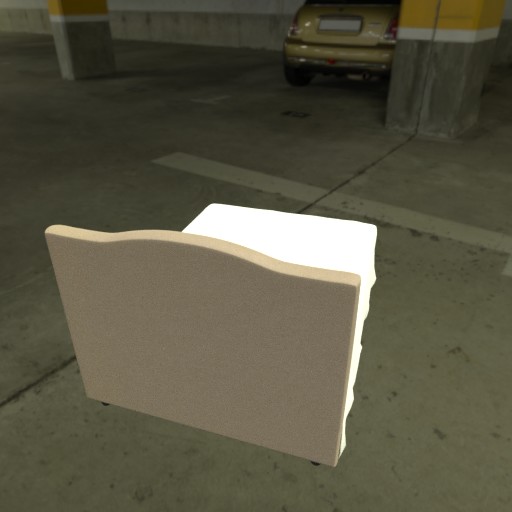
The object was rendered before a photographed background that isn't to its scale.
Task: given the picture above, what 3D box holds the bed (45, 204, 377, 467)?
[{"bbox_3d":[0.000,0.000,3.430,1.821,1.436,2.282,9,31,15],"label":"bed"}]
